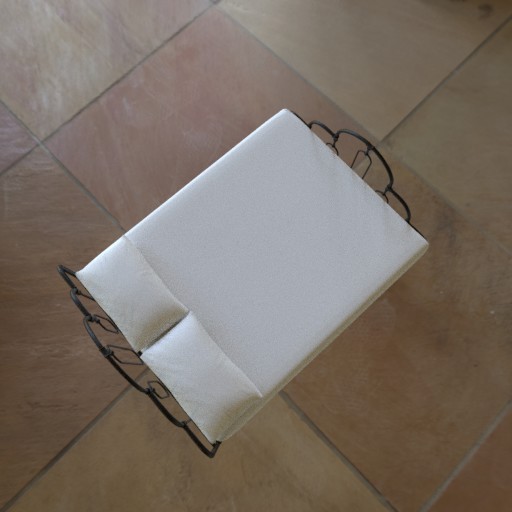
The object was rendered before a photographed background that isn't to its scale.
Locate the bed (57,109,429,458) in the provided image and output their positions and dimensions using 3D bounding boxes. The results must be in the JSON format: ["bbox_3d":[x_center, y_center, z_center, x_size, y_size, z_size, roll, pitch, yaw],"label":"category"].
[{"bbox_3d":[0.000,0.000,3.208,2.181,1.444,1.626,-41,79,-10],"label":"bed"}]
